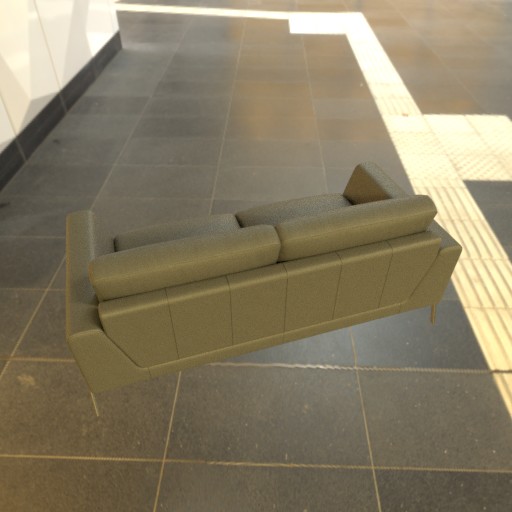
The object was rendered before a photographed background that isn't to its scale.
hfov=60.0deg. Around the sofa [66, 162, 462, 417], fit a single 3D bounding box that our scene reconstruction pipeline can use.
[{"bbox_3d":[0.000,0.000,2.546,2.017,0.875,0.953,-12,43,-13],"label":"sofa"}]
